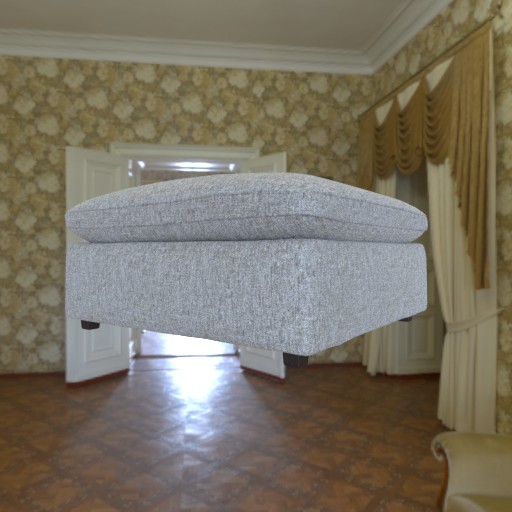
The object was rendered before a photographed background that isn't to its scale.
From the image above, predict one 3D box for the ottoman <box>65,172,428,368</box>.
[{"bbox_3d":[0.000,0.000,1.694,1.039,0.526,1.035,1,1,36],"label":"ottoman"}]
